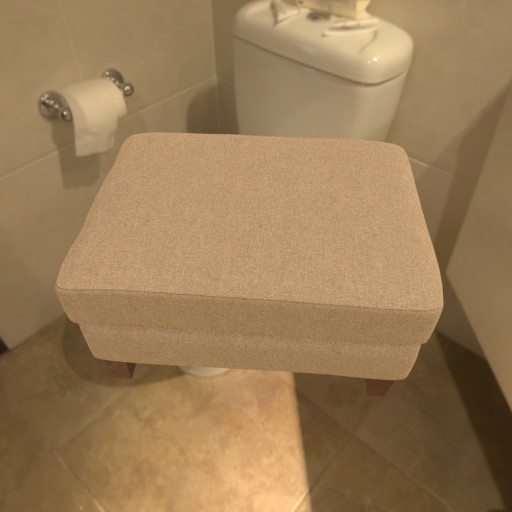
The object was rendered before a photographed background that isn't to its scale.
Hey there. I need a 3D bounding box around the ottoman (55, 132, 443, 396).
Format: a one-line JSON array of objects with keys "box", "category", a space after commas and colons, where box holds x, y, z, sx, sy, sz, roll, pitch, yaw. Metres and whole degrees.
[{"box": [0.000, 0.000, 1.345, 0.898, 0.519, 0.677, 3, 47, 3], "category": "ottoman"}]
